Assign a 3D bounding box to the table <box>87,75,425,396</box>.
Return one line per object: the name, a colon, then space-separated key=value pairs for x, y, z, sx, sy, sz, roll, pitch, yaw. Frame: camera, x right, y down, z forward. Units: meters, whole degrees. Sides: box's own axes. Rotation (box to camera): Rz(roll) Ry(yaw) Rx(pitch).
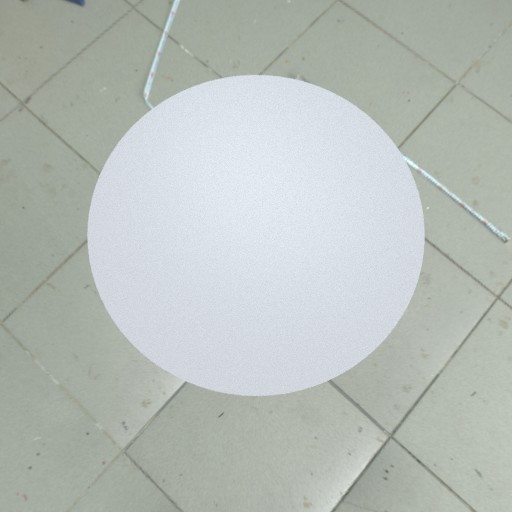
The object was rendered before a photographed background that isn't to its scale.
table: x=0.000 y=0.000 z=1.550 sx=0.896 sy=0.762 sz=0.896 roll=0 pitch=75 yaw=0
